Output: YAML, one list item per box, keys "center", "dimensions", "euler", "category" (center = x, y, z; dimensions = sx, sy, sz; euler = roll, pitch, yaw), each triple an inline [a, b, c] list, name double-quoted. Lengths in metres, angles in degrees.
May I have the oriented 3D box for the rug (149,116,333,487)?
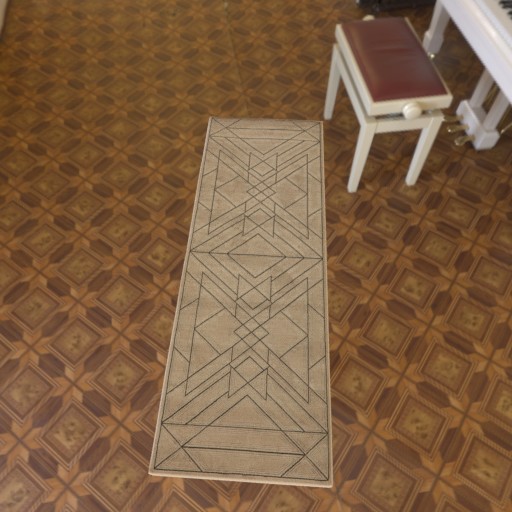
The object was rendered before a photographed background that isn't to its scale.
- center: [0.000, 0.000, 2.610]
  dimensions: [0.831, 0.036, 2.381]
  euler: [3, 58, 2]
  category: "rug"
